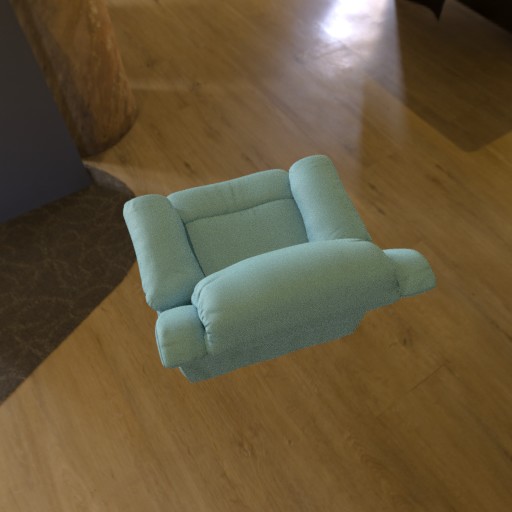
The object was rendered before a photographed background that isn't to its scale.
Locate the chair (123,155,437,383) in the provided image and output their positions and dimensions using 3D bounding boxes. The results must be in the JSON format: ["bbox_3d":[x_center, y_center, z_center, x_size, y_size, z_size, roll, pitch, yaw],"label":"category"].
[{"bbox_3d":[0.000,0.000,1.284,0.680,0.702,0.709,-15,59,-9],"label":"chair"}]
